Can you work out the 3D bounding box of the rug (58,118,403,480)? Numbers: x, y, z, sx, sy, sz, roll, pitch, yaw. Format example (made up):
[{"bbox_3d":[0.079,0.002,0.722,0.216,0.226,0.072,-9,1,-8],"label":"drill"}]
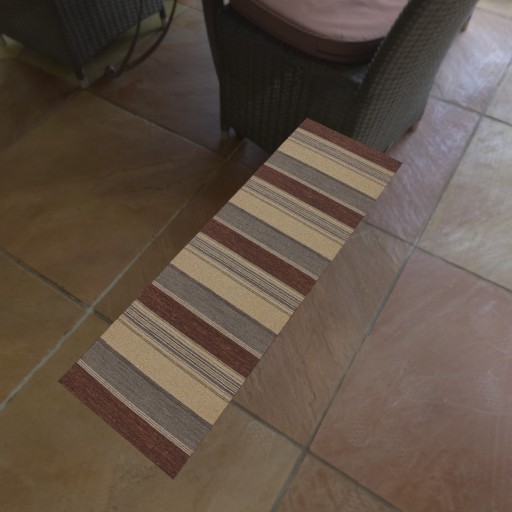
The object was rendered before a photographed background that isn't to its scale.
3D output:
[{"bbox_3d":[0.000,0.000,2.703,0.792,0.006,2.437,31,63,18],"label":"rug"}]
